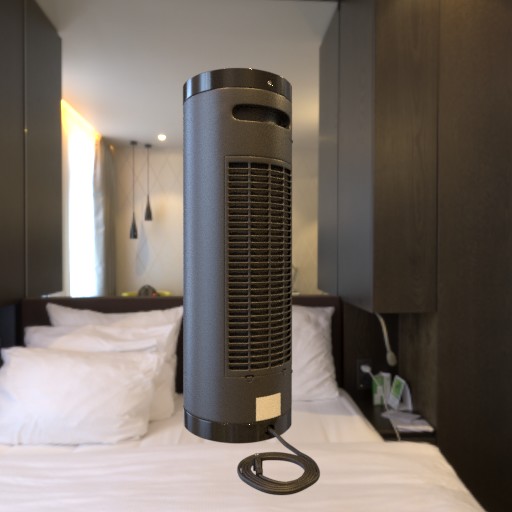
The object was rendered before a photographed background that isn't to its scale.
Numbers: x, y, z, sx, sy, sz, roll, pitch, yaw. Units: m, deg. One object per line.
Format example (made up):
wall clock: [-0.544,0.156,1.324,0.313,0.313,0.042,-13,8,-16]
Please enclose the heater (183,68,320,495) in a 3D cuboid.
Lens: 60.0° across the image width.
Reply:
heater: [0.000,0.000,0.669,0.174,0.552,0.312,0,1,-34]
